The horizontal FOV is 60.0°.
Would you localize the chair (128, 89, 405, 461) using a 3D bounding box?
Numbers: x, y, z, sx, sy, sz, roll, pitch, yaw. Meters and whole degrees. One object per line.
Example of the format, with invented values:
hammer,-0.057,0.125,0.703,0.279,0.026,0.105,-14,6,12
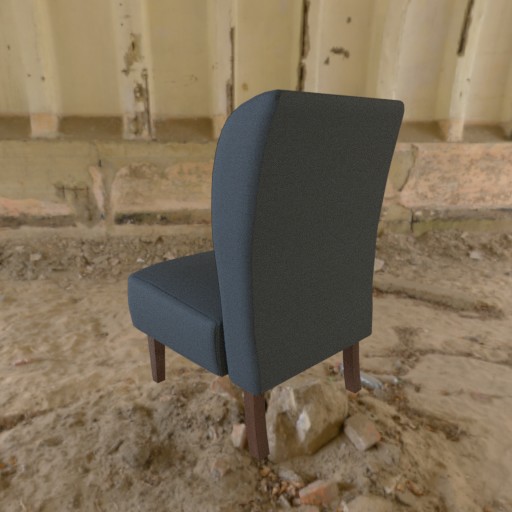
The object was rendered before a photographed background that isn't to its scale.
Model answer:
chair,0.000,0.000,1.222,0.513,0.804,0.592,-15,21,-42
